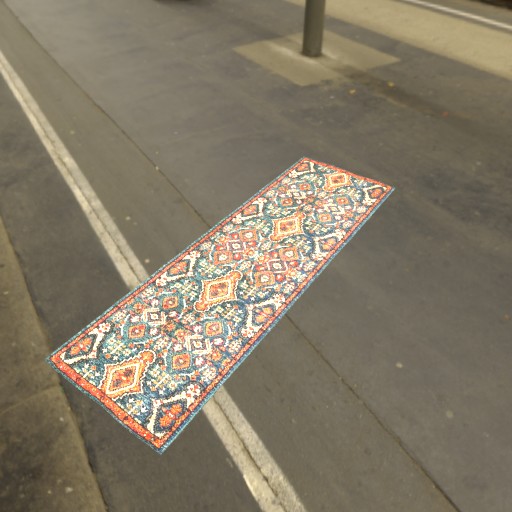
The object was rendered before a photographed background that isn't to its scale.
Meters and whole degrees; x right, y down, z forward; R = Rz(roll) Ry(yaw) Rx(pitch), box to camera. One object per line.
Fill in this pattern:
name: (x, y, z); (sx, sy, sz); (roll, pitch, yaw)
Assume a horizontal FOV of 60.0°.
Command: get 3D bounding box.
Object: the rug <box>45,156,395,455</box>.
rug: (0.000, 0.000, 2.735); (0.801, 0.010, 2.459); (26, 48, 26)
